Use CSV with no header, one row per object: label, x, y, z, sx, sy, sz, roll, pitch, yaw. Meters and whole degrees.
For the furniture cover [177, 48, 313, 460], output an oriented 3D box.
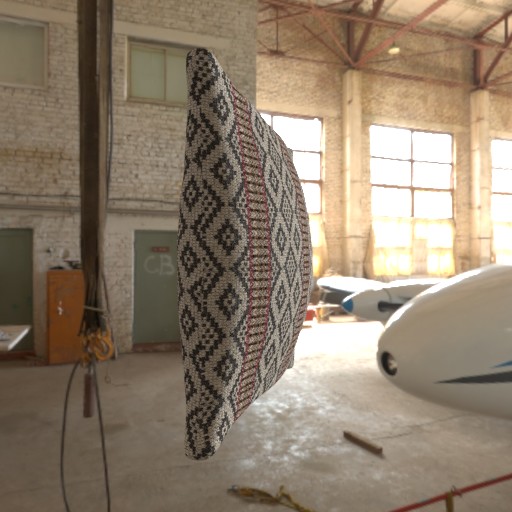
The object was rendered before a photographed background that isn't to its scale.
furniture cover,0.000,0.000,0.778,0.182,0.506,0.503,0,-1,17
